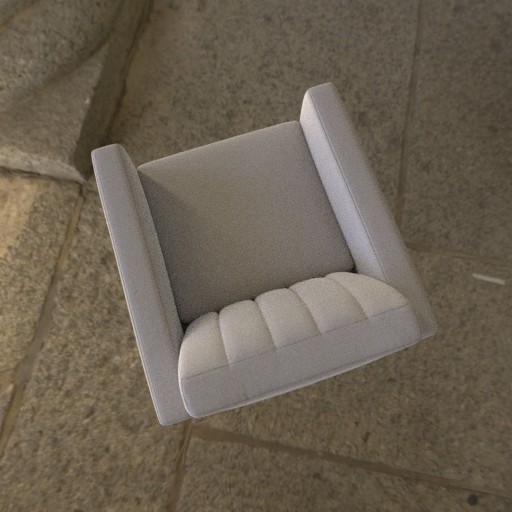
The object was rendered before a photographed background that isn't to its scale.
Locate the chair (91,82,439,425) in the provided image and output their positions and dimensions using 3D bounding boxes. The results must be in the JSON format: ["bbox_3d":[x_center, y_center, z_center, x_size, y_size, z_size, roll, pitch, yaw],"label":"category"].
[{"bbox_3d":[0.000,0.000,1.688,0.953,0.819,0.998,-17,75,-5],"label":"chair"}]
